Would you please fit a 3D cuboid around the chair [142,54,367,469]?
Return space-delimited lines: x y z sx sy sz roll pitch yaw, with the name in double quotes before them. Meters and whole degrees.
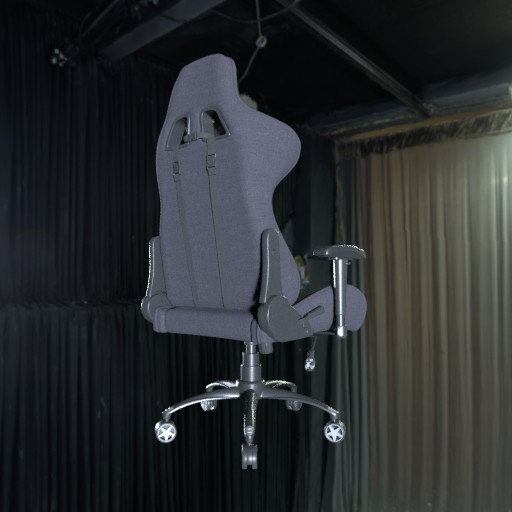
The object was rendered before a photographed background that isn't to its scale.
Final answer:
"chair" 0.000 0.000 1.694 0.730 1.300 0.695 -2 -3 36
